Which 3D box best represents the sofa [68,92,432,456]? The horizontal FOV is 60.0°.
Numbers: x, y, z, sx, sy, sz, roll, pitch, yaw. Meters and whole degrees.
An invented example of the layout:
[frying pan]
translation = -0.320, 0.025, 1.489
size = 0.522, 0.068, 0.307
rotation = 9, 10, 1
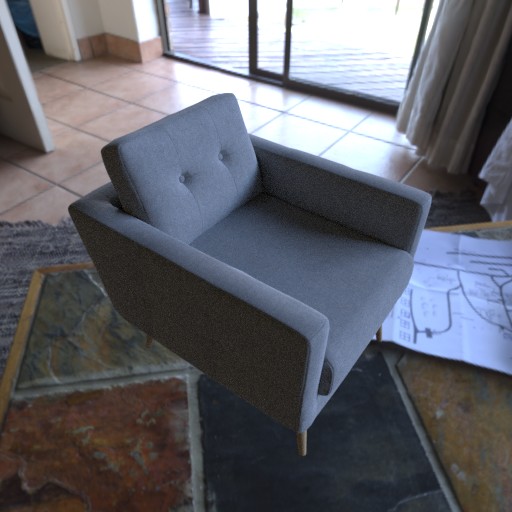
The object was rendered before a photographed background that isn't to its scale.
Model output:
[sofa]
translation = 0.000, 0.000, 1.517
size = 0.920, 0.860, 0.770
rotation = 26, 47, 27
